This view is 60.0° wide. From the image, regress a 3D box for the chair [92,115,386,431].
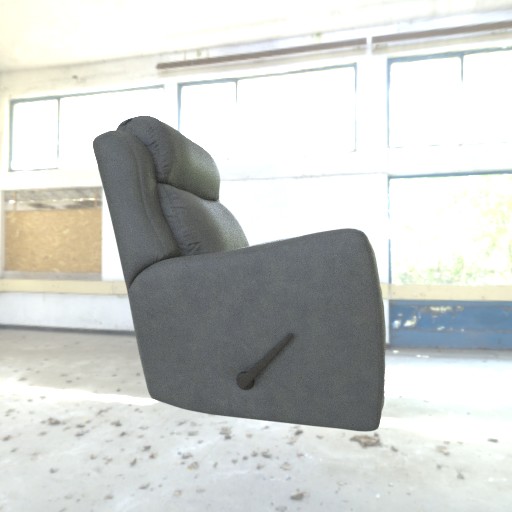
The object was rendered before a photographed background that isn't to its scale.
[{"bbox_3d":[0.000,0.000,1.908,1.068,1.116,0.967,0,0,15],"label":"chair"}]
